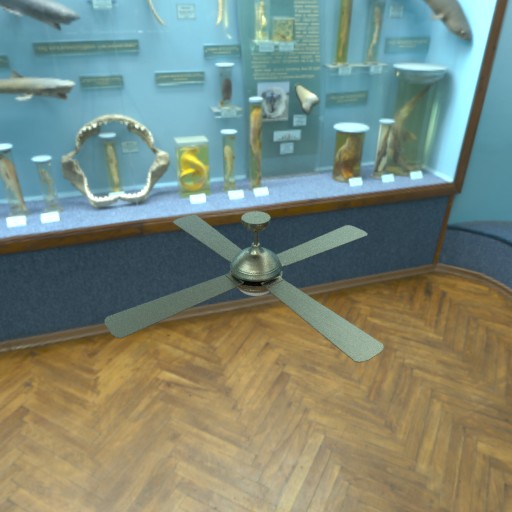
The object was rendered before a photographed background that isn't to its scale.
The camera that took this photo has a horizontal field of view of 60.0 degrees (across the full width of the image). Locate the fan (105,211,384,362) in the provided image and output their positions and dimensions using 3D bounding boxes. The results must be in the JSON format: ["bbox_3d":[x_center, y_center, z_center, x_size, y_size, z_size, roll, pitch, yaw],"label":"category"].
[{"bbox_3d":[0.000,0.000,1.982,1.321,0.381,1.321,-8,32,-14],"label":"fan"}]
